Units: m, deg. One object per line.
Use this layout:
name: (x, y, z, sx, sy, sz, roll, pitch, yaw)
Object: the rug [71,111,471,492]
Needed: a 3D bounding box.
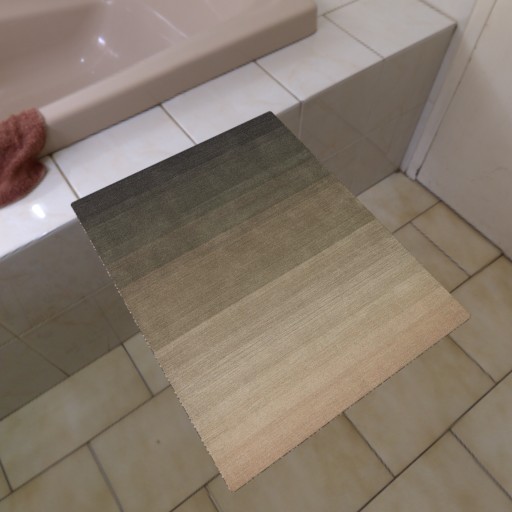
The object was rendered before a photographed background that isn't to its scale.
rug: (0.000, 0.000, 3.890, 2.305, 0.017, 2.902, -30, 64, -16)
